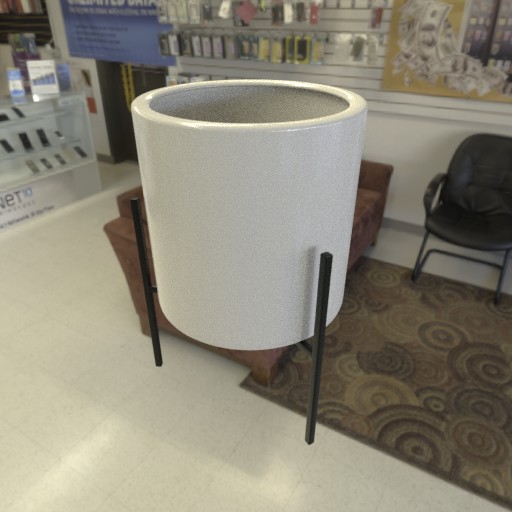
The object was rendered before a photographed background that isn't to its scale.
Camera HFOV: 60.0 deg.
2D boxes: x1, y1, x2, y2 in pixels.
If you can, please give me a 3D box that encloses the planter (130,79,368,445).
[{"bbox_3d":[0.000,0.000,0.514,0.239,0.356,0.239,19,35,29],"label":"planter"}]
